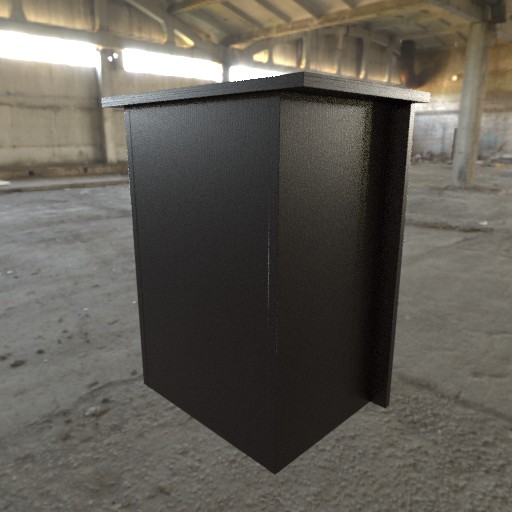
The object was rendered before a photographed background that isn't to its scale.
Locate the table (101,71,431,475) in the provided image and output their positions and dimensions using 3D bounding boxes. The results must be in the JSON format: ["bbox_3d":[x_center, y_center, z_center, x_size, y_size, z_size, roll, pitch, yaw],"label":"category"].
[{"bbox_3d":[0.000,0.000,1.041,0.589,0.711,0.408,14,20,43],"label":"table"}]
